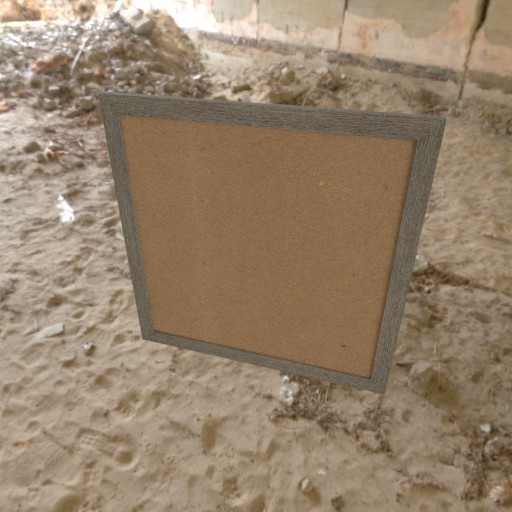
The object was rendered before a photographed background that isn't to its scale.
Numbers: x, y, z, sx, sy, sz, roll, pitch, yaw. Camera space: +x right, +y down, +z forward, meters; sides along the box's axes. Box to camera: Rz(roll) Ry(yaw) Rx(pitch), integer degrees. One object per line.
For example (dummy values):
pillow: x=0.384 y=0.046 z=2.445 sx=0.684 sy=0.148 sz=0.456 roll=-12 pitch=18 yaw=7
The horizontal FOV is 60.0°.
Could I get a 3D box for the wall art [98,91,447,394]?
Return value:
wall art: x=0.000 y=0.000 z=1.028 sx=0.685 sy=0.685 sz=0.020 roll=9 pitch=33 yaw=15
